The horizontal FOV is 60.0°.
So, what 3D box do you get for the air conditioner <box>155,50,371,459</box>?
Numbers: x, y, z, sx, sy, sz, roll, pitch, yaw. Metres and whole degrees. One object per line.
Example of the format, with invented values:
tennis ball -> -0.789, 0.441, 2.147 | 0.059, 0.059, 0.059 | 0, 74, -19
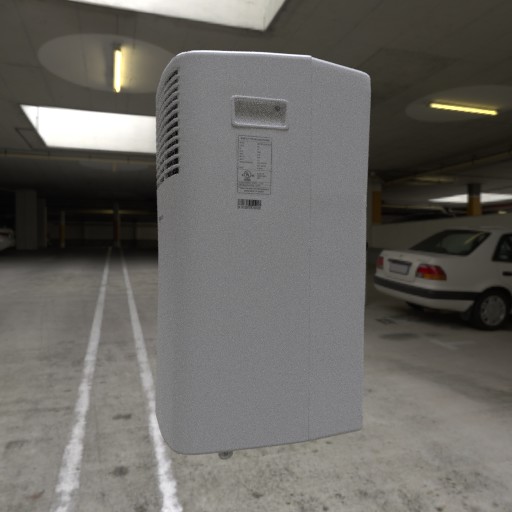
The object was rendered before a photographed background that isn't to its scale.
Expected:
air conditioner -> 0.000, 0.000, 0.799 | 0.349, 0.606, 0.304 | 0, 1, -18
